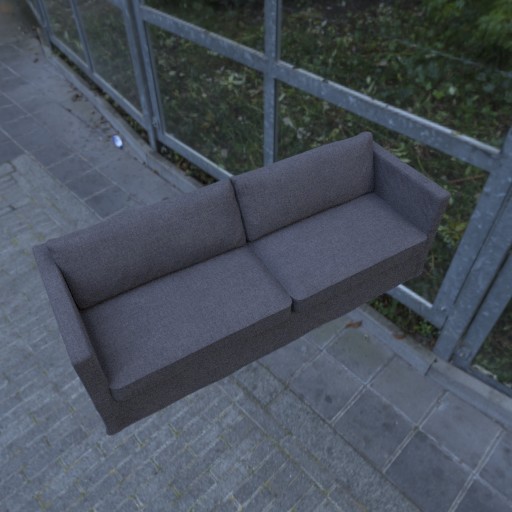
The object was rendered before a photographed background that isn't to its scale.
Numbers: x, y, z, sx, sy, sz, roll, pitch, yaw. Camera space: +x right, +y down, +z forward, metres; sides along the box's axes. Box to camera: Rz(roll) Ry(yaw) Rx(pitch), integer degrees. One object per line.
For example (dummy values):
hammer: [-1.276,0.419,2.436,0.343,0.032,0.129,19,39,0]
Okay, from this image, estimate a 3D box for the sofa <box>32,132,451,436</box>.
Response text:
sofa: [0.000,0.000,3.254,2.779,0.998,1.036,-23,50,-21]
